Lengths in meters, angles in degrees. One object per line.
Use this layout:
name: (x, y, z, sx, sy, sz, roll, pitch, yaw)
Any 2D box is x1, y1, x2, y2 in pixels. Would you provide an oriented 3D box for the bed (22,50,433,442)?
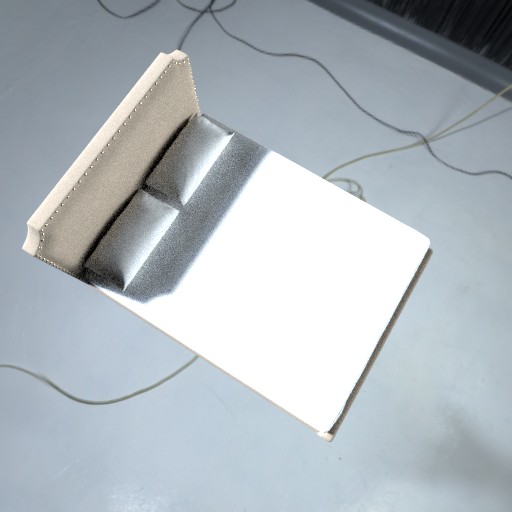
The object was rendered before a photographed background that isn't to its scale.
bed: (0.000, 0.000, 3.292, 2.329, 1.415, 1.703, 31, 78, 8)
